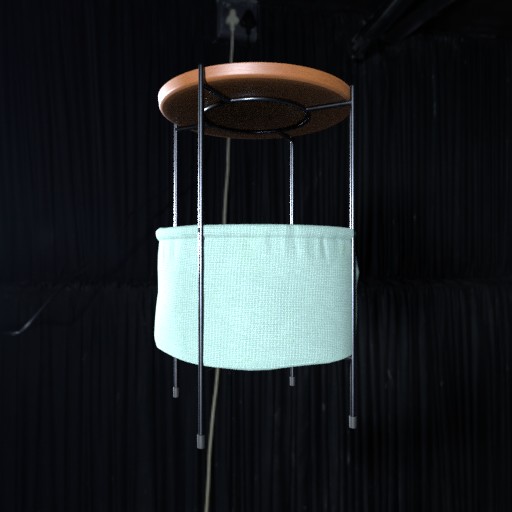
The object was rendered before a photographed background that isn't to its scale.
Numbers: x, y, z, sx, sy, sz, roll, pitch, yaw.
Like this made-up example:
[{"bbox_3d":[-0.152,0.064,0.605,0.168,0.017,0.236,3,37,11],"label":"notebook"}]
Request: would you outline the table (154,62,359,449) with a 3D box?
[{"bbox_3d":[0.000,0.000,0.895,0.400,0.623,0.400,0,0,-18],"label":"table"}]
